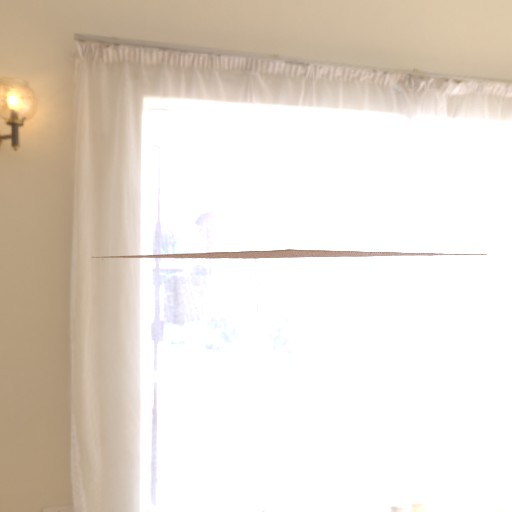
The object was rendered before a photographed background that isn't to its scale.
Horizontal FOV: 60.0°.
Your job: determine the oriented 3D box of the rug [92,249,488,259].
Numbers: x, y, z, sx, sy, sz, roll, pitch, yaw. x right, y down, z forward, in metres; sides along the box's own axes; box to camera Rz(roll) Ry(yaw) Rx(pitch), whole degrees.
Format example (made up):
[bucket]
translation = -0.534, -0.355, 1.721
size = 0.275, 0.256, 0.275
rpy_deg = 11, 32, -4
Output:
[rug]
translation = 0.000, 0.000, 3.074
size = 1.522, 0.012, 2.440
rpy_deg = 1, -1, -37
